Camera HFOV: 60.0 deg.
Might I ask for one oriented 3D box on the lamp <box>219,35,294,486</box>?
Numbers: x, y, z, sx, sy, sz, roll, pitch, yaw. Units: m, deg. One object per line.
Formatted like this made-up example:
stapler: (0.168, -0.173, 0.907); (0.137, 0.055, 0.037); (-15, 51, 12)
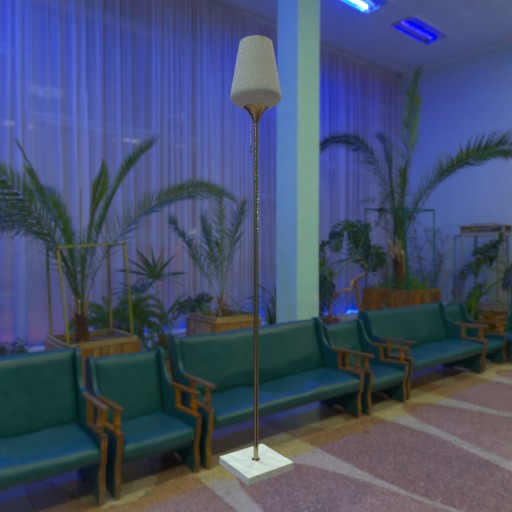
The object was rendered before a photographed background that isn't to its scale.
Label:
lamp: (0.000, 0.000, 1.898); (0.232, 1.813, 0.229); (0, 1, -35)
